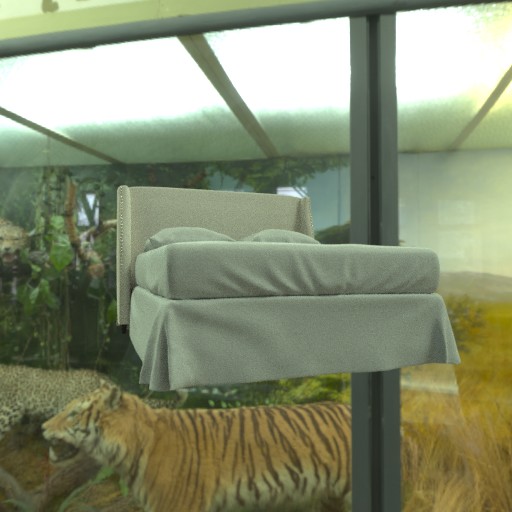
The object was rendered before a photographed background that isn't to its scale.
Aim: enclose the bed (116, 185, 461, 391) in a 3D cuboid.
[{"bbox_3d":[0.000,0.000,3.330,1.925,1.332,2.276,1,-2,-20],"label":"bed"}]
